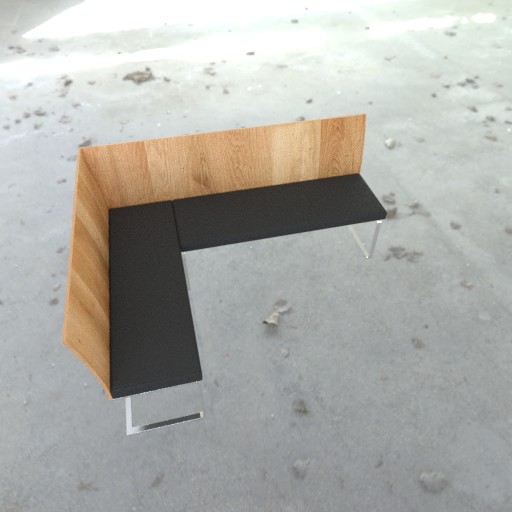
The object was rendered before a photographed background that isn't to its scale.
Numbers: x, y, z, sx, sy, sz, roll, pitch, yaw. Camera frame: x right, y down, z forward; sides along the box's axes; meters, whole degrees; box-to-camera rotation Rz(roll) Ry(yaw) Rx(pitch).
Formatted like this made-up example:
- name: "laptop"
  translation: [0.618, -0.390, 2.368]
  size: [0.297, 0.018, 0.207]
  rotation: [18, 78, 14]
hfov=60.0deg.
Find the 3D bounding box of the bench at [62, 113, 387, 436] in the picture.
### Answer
- name: "bench"
  translation: [0.000, 0.000, 2.762]
  size: [1.945, 0.930, 1.495]
  rotation: [-10, 46, -10]
